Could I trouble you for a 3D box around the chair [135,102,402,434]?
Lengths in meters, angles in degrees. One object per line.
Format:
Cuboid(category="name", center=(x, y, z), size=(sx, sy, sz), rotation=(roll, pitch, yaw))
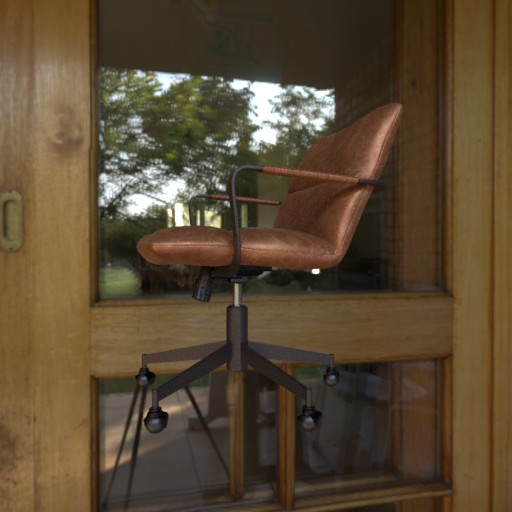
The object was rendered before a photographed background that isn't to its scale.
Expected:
Cuboid(category="chair", center=(0.000, 0.000, 1.463), size=(0.754, 0.922, 0.727), rotation=(0, 1, -18))
